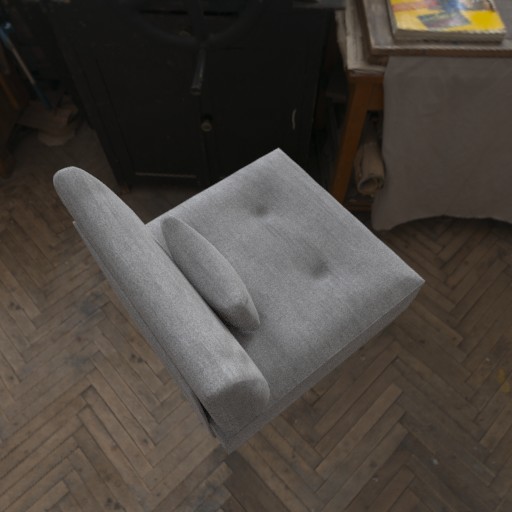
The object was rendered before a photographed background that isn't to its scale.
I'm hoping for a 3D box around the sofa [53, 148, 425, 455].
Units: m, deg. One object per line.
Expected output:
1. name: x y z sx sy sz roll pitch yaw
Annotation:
1. sofa: 0.000 0.000 1.712 1.000 0.820 0.930 -34 64 -19
